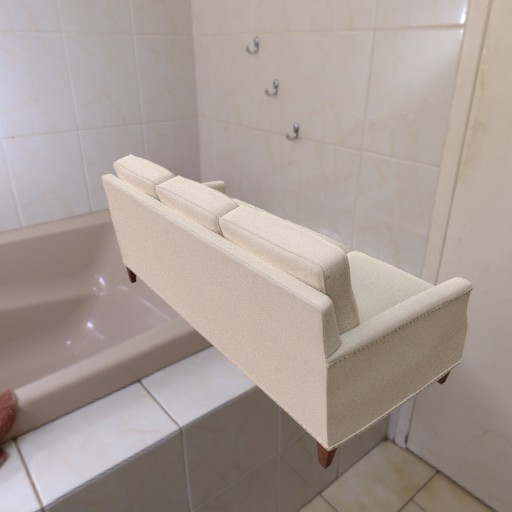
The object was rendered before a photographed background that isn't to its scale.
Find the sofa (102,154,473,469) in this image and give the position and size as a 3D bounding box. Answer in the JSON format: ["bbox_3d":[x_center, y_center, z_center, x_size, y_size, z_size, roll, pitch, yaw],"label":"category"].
[{"bbox_3d":[0.000,0.000,2.717,1.084,1.003,2.246,-18,31,-33],"label":"sofa"}]
